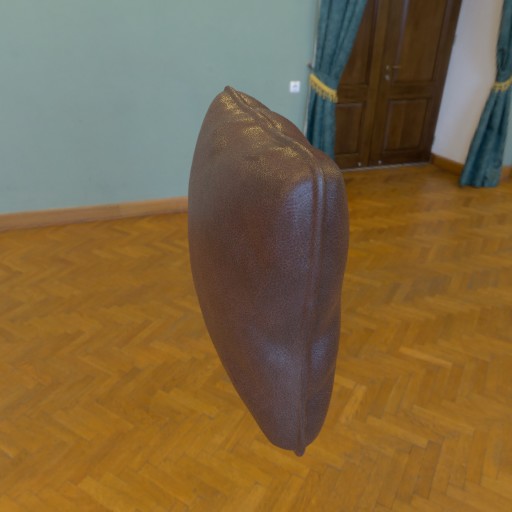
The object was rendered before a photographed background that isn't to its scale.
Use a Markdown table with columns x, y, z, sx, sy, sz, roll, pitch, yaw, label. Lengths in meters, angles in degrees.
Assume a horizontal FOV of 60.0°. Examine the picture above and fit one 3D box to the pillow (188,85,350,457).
| x | y | z | sx | sy | sz | roll | pitch | yaw | label |
| --- | --- | --- | --- | --- | --- | --- | --- | --- | --- |
| 0.000 | 0.000 | 0.819 | 0.236 | 0.523 | 0.532 | -8 | 32 | -13 | pillow |
